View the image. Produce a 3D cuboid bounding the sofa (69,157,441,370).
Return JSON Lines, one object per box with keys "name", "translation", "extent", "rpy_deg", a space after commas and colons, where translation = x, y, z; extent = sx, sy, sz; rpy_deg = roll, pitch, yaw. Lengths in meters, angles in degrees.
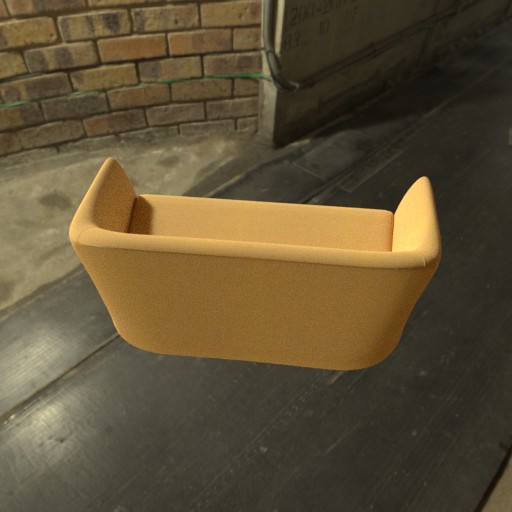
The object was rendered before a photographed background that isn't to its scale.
{"name": "sofa", "translation": [0.000, 0.000, 1.904], "extent": [1.452, 0.721, 0.705], "rpy_deg": [4, 46, 4]}
